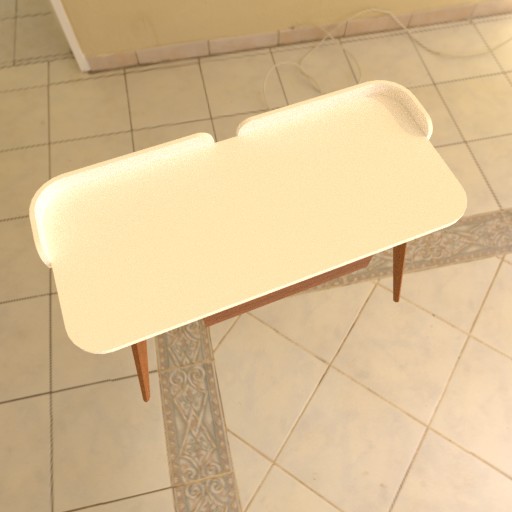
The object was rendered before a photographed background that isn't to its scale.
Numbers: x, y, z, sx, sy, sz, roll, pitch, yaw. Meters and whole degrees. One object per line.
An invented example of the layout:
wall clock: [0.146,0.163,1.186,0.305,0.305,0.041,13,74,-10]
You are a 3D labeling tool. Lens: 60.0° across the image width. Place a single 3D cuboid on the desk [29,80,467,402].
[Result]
desk: [0.000,0.000,1.605,1.206,0.807,0.534,-20,66,-9]
